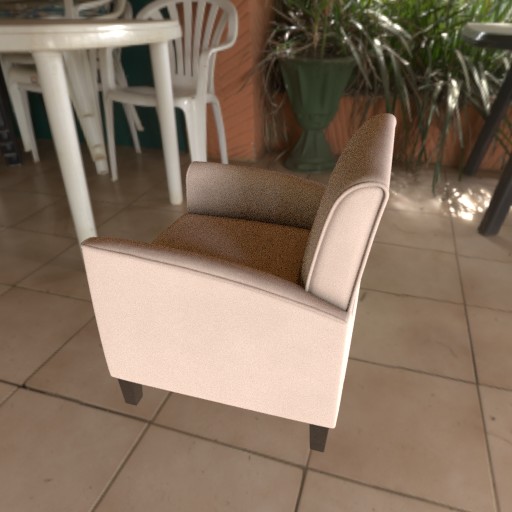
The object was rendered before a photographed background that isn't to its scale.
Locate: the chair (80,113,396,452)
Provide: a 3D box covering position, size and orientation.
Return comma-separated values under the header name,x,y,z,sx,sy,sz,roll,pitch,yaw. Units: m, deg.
name,x,y,z,sx,sy,sz,roll,pitch,yaw
chair,0.000,0.000,1.569,0.820,0.915,0.820,8,31,14
